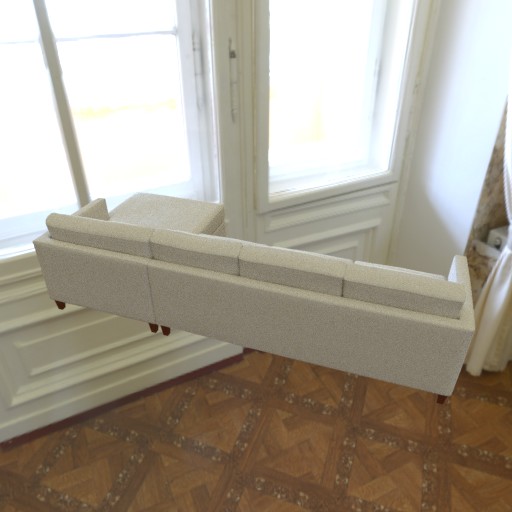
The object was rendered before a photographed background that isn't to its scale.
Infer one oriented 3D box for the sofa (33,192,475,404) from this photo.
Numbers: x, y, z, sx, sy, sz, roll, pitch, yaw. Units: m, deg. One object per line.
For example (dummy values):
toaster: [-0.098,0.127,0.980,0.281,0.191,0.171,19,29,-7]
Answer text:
sofa: [0.000,0.000,4.014,3.471,0.954,1.599,10,34,16]
